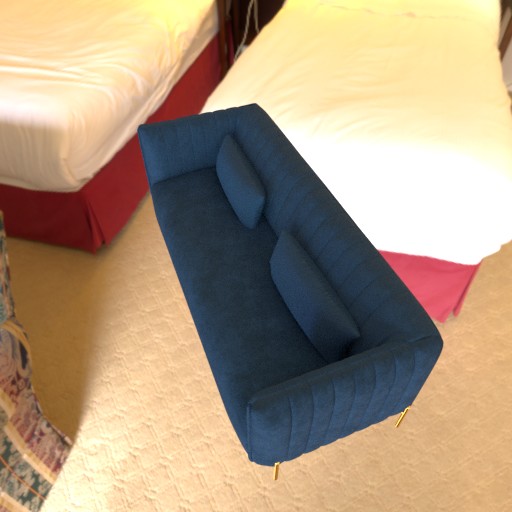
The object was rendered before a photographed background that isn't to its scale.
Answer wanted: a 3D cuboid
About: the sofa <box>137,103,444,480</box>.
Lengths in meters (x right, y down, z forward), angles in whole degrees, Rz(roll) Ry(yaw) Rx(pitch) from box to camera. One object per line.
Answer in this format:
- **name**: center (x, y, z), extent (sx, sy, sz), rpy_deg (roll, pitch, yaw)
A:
- **sofa**: center (0.000, 0.000, 2.579), extent (0.896, 0.793, 2.136), rpy_deg (-16, 49, -15)
